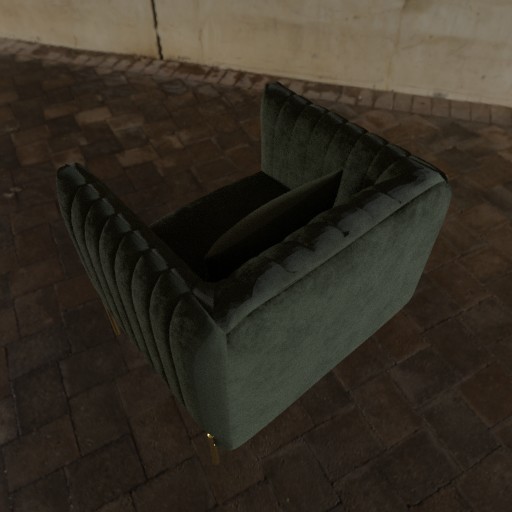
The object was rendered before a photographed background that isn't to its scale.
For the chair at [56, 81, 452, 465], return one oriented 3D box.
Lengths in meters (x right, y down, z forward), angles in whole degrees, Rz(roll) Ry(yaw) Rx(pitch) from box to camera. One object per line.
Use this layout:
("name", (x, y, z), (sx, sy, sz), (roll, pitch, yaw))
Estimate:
("chair", (0.000, 0.000, 1.641), (1.032, 0.794, 0.877), (-32, 54, -27))
